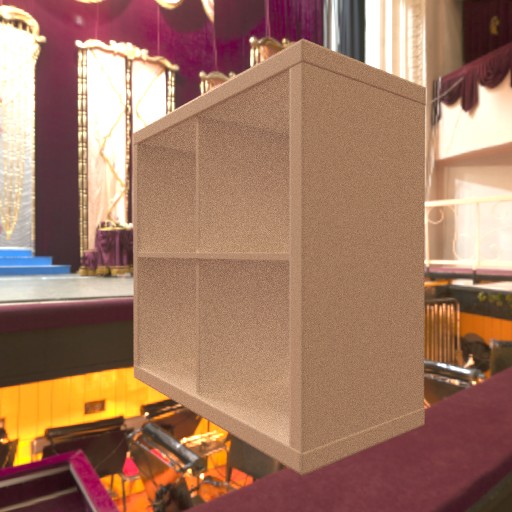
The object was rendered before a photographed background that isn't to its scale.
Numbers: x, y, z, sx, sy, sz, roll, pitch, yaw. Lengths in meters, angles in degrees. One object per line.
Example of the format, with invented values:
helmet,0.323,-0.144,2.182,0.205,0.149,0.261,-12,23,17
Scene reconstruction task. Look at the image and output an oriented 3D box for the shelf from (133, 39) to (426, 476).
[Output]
shelf,0.000,0.000,1.229,0.390,0.786,0.790,0,1,-37
